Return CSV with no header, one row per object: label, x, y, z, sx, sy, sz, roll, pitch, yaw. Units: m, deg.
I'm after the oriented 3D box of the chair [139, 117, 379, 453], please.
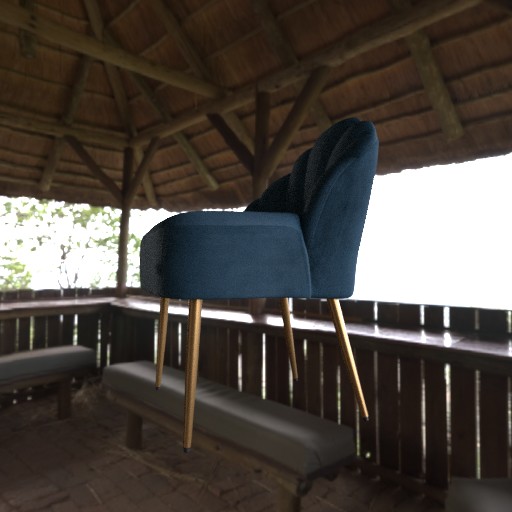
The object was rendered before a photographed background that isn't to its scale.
chair,0.000,0.000,1.228,0.599,0.819,0.657,1,-2,-19
